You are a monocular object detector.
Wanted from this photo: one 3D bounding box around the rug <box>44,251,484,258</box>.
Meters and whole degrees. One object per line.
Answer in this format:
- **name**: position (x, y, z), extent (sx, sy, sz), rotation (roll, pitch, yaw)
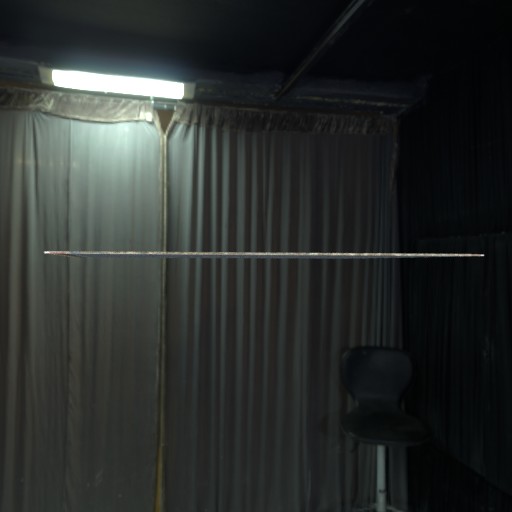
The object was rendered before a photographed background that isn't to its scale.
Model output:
- **rug**: position (0.000, 0.000, 2.507), extent (2.029, 0.010, 1.237), rotation (0, -1, -17)
